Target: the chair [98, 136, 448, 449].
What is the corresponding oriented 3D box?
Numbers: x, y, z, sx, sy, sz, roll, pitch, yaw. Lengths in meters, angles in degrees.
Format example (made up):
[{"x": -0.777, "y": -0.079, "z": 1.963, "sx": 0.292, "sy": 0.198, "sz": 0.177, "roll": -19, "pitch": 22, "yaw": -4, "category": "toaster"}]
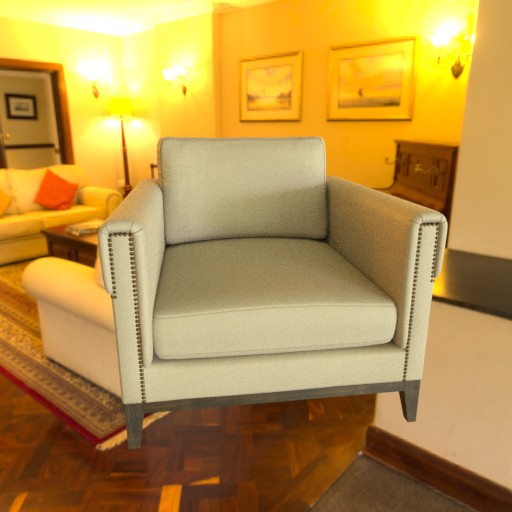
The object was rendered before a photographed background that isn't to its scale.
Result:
[{"x": 0.000, "y": 0.000, "z": 1.633, "sx": 0.914, "sy": 0.838, "sz": 0.959, "roll": -2, "pitch": 17, "yaw": -8, "category": "chair"}]
